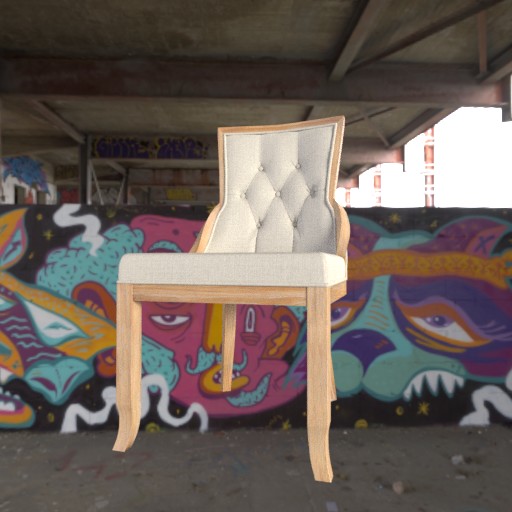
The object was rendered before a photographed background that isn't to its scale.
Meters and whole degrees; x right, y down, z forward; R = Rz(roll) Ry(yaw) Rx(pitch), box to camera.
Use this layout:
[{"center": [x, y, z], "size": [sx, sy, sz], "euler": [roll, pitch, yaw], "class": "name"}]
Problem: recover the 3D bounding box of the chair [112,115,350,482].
[{"center": [0.000, 0.000, 1.299], "size": [0.524, 0.947, 0.641], "euler": [0, -1, 17], "class": "chair"}]
